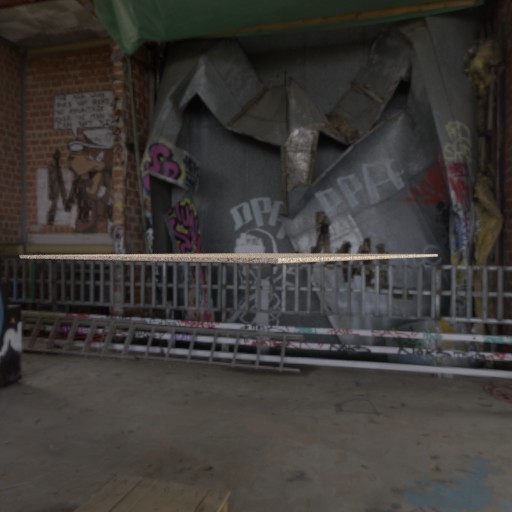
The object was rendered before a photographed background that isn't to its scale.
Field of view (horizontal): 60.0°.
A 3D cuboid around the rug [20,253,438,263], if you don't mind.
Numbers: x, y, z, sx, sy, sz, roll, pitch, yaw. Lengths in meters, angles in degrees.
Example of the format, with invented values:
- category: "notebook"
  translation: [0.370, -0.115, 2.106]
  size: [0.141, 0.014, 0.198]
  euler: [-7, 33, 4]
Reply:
- category: "rug"
  translation: [0.000, 0.000, 3.988]
  size: [2.400, 0.025, 3.000]
  euler: [0, 1, 36]
